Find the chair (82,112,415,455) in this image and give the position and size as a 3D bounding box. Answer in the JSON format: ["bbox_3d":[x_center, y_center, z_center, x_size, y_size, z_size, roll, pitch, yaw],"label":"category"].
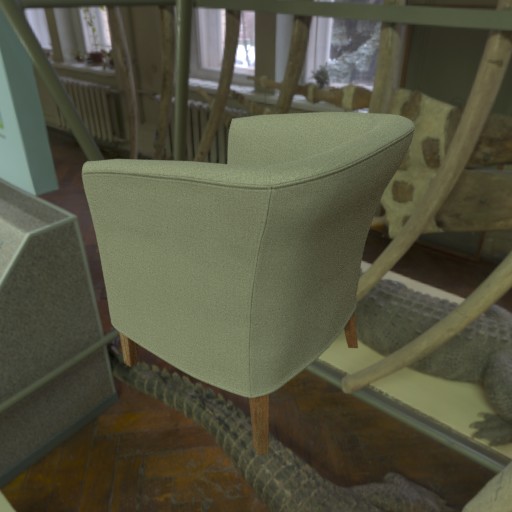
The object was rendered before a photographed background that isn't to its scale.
[{"bbox_3d":[0.000,0.000,1.232,0.668,0.771,0.600,22,37,32],"label":"chair"}]
